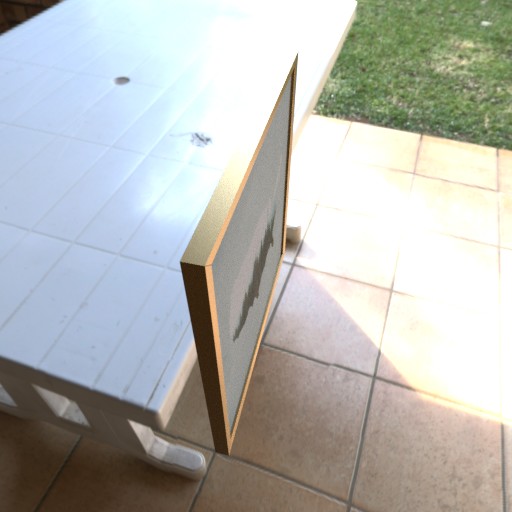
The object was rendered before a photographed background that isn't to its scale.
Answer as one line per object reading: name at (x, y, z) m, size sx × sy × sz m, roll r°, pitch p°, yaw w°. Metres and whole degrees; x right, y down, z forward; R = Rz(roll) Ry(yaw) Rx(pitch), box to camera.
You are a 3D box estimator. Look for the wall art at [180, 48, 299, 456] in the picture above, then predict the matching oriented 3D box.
wall art at (0.000, 0.000, 1.160) m, size 0.038 × 0.762 × 0.762 m, roll 10°, pitch 48°, yaw 9°
